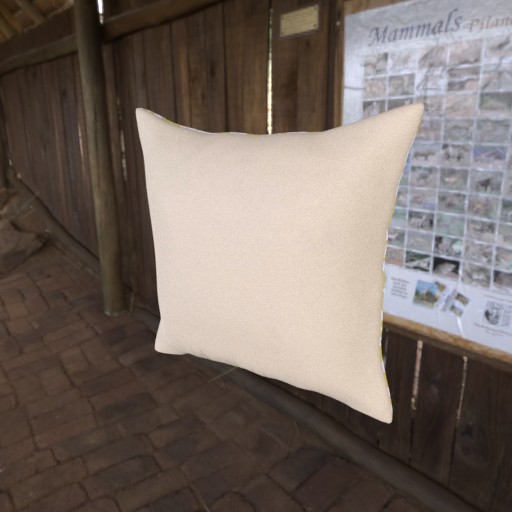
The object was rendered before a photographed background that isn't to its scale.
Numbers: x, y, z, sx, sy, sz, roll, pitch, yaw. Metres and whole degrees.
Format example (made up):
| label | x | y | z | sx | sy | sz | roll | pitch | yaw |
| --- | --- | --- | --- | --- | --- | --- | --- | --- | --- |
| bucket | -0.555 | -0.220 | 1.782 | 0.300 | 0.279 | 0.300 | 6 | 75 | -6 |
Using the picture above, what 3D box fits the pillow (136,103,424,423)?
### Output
| label | x | y | z | sx | sy | sz | roll | pitch | yaw |
| --- | --- | --- | --- | --- | --- | --- | --- | --- | --- |
| pillow | 0.000 | 0.000 | 0.766 | 0.504 | 0.494 | 0.188 | 9 | 19 | 28 |
